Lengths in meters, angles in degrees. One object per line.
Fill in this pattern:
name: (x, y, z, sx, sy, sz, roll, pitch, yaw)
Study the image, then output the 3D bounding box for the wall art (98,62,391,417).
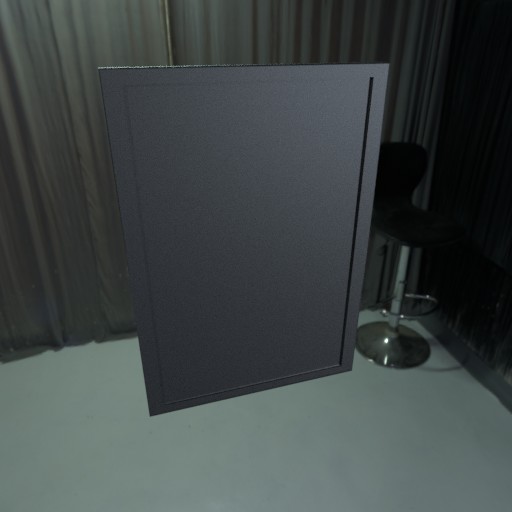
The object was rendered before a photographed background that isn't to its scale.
wall art: (0.000, 0.000, 0.544, 0.303, 0.431, 0.013, -8, 28, -16)
